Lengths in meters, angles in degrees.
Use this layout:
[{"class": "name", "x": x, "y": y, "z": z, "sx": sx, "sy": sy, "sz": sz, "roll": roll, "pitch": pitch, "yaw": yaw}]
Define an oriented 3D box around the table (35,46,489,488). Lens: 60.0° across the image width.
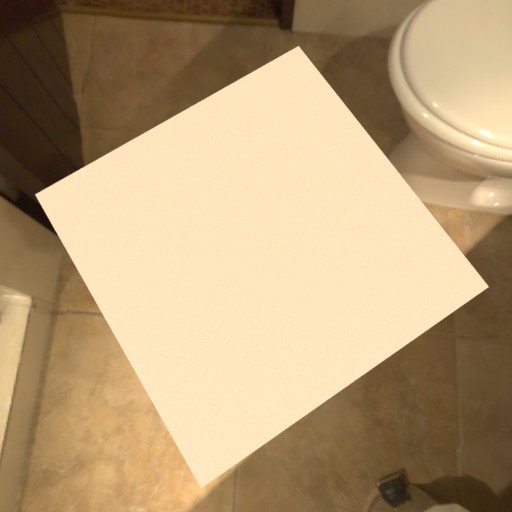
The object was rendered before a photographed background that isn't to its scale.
[{"class": "table", "x": 0.000, "y": 0.000, "z": 1.086, "sx": 0.700, "sy": 0.289, "sz": 0.700, "roll": -32, "pitch": 78, "yaw": -8}]
